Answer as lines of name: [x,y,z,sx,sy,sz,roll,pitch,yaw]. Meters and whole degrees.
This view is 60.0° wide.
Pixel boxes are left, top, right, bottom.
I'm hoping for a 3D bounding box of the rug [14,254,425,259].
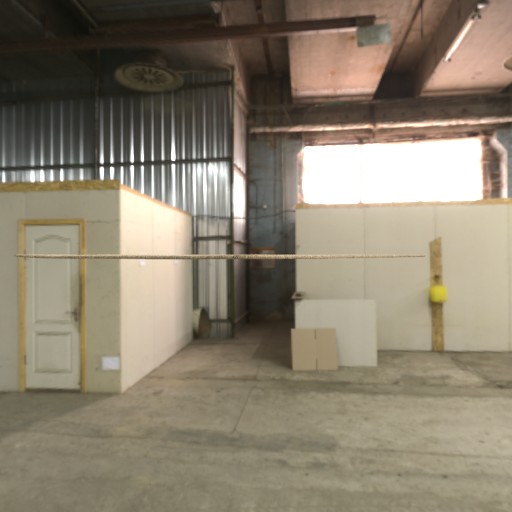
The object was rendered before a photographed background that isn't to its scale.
rug: [0.000,0.000,2.264,1.211,0.018,1.822,0,0,35]
